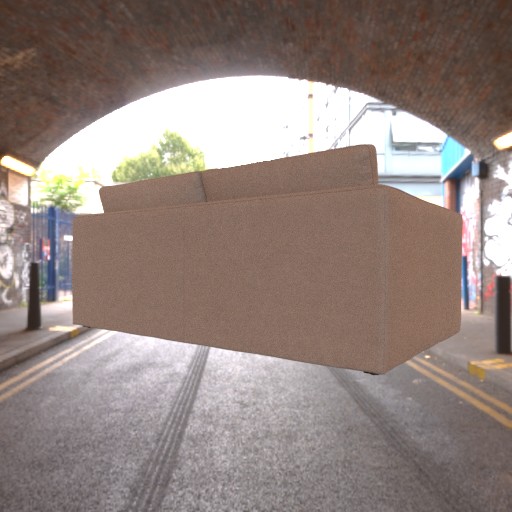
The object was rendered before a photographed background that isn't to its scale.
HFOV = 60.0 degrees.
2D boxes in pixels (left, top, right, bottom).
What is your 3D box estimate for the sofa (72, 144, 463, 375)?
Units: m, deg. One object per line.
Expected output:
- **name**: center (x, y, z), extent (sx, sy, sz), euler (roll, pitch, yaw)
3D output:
- **sofa**: center (0.000, 0.000, 2.450), extent (1.905, 0.839, 1.091), euler (0, 0, 37)
